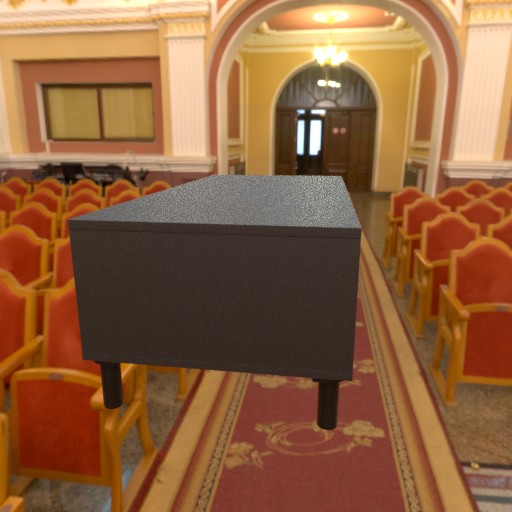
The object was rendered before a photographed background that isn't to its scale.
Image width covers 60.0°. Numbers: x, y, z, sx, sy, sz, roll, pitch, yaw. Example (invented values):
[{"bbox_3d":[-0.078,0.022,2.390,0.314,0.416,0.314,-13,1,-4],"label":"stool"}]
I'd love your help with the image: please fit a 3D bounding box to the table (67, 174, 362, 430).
[{"bbox_3d":[0.000,0.000,1.345,0.550,0.400,1.100,2,15,9],"label":"table"}]
